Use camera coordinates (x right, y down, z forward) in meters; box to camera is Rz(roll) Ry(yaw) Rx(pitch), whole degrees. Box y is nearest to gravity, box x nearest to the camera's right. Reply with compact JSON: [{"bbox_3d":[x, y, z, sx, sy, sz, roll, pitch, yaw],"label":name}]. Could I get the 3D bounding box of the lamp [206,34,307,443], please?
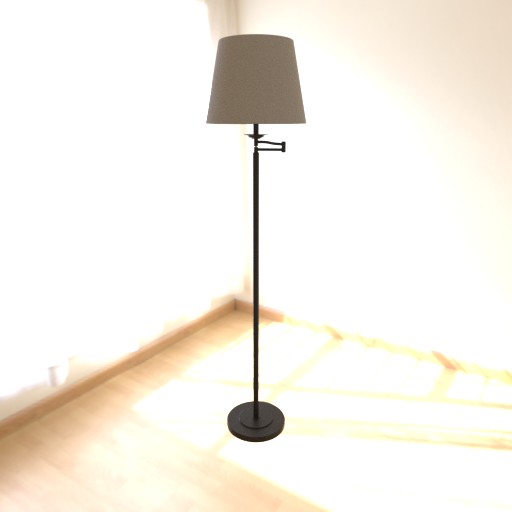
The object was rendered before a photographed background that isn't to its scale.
[{"bbox_3d":[0.000,0.000,1.667,0.348,1.473,0.348,2,16,8],"label":"lamp"}]
